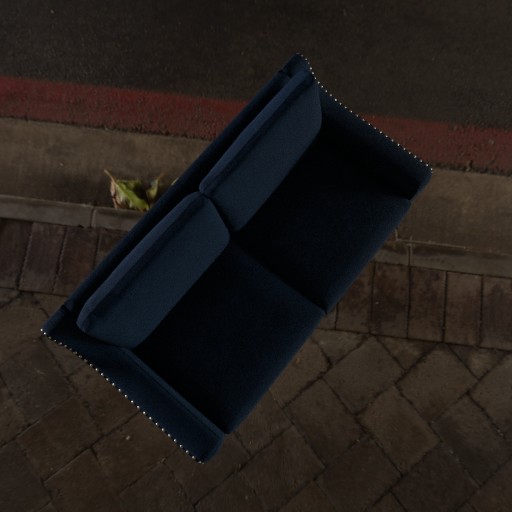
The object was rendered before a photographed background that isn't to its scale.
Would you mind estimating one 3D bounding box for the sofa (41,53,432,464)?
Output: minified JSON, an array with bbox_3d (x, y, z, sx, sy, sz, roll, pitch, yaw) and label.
[{"bbox_3d":[0.000,0.000,2.656,1.104,0.983,2.107,39,79,9],"label":"sofa"}]
